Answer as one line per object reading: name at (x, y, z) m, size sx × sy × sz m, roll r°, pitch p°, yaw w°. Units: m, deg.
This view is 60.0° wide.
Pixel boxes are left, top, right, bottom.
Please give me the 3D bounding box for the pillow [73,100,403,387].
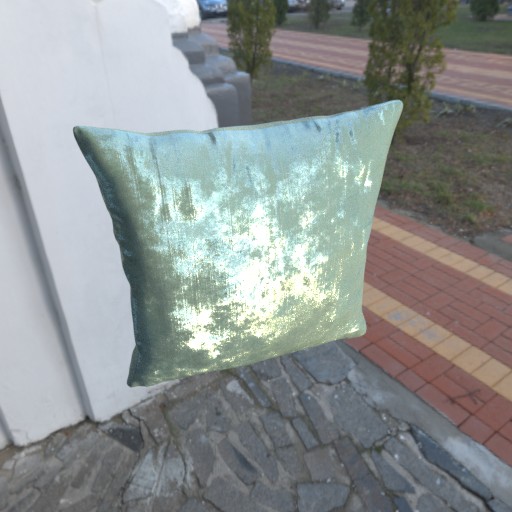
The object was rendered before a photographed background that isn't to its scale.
pillow at (0.000, 0.000, 0.717) m, size 0.470 × 0.464 × 0.175 m, roll -11°, pitch 33°, yaw -17°
